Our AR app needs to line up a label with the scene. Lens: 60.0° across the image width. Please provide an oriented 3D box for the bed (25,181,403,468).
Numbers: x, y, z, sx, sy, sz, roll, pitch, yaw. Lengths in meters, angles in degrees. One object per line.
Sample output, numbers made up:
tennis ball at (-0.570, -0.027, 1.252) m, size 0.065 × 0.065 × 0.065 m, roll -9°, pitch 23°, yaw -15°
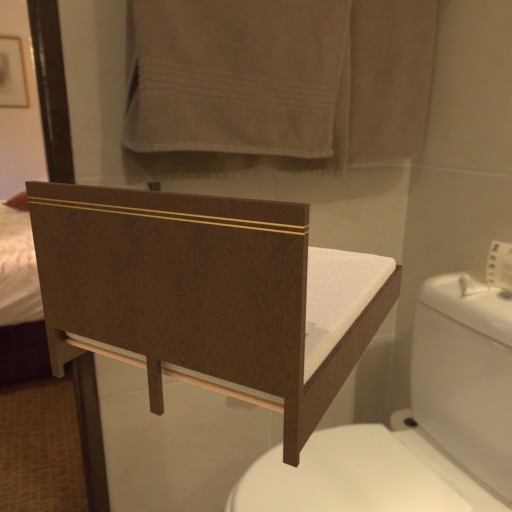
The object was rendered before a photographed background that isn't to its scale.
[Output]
bed at (0.000, 0.000, 3.105) m, size 1.613 × 1.169 × 2.221 m, roll 9°, pitch 18°, yaw 27°
